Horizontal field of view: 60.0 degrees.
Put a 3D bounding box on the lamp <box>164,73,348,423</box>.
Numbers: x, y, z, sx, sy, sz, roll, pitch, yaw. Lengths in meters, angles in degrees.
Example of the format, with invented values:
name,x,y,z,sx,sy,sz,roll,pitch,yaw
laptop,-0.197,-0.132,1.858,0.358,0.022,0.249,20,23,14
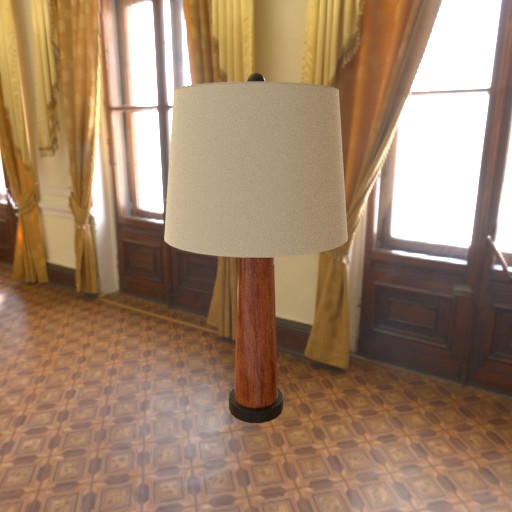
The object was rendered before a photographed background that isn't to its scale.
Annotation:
name,x,y,z,sx,sy,sz,roll,pitch,yaw
lamp,0.000,0.000,0.865,0.349,0.667,0.349,0,15,0
